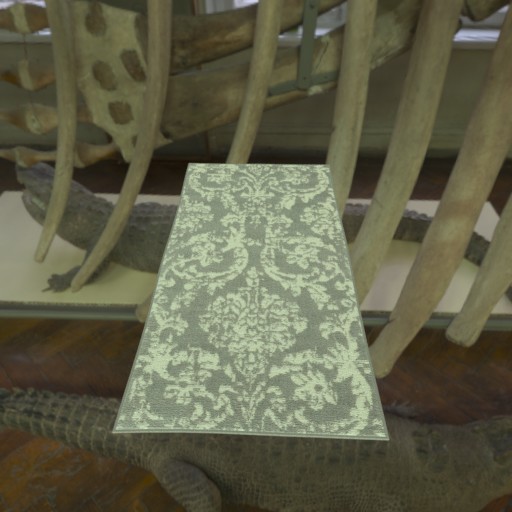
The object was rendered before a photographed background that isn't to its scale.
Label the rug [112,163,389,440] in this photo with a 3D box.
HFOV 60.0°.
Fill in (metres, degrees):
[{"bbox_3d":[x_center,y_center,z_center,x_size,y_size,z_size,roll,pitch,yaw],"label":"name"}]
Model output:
[{"bbox_3d":[0.000,0.000,1.427,0.604,0.007,1.219,1,40,1],"label":"rug"}]
